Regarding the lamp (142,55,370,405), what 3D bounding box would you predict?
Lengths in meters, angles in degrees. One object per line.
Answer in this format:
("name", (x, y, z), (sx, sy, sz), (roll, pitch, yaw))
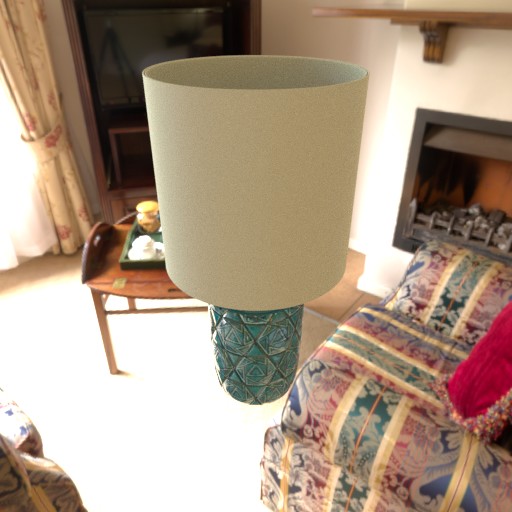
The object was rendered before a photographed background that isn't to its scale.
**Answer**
("lamp", (0.000, 0.000, 0.480), (0.193, 0.377, 0.193), (0, 31, -1))
